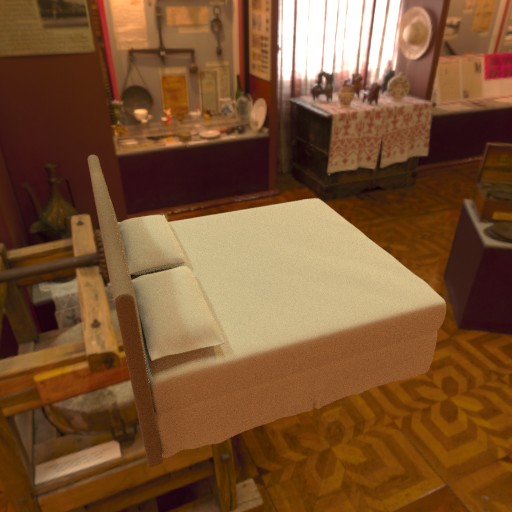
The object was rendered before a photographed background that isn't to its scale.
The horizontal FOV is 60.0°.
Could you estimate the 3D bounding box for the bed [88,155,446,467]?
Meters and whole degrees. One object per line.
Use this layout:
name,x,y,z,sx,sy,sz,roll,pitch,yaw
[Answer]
bed,0.000,0.000,3.455,2.182,1.421,2.083,-11,33,-18
